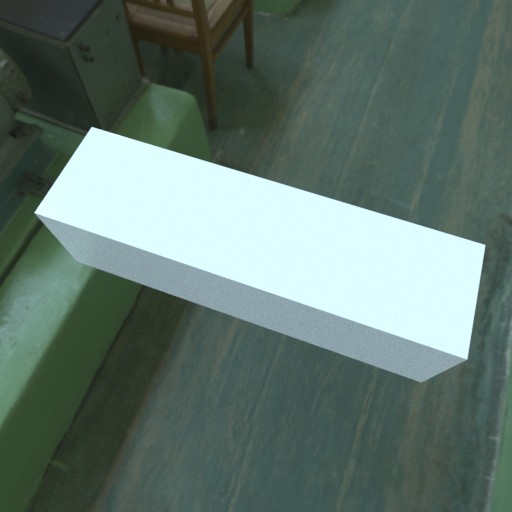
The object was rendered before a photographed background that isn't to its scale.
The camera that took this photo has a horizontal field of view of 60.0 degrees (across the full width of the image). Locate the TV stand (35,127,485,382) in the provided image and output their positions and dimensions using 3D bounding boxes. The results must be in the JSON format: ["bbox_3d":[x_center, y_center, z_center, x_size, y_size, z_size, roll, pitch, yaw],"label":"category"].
[{"bbox_3d":[0.000,0.000,1.723,1.500,0.440,0.410,18,66,8],"label":"TV stand"}]
